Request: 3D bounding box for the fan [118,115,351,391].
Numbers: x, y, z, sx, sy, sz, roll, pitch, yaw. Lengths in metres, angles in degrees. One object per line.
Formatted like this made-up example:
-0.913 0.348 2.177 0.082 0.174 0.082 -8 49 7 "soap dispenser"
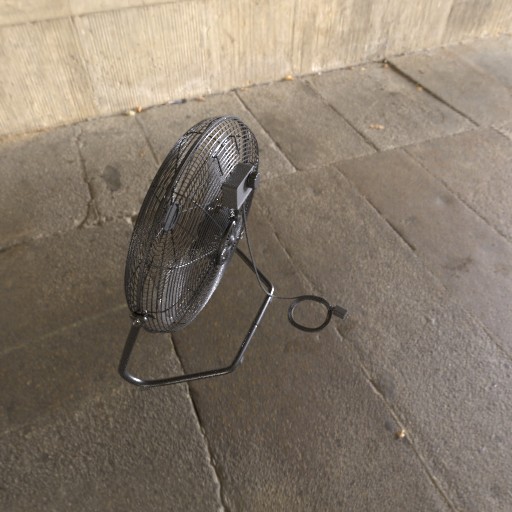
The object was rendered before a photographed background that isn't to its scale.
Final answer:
0.000 0.000 1.031 0.470 0.605 0.595 17 49 15 "fan"
